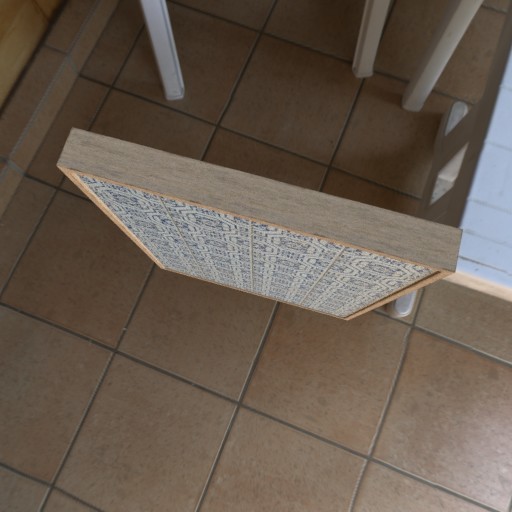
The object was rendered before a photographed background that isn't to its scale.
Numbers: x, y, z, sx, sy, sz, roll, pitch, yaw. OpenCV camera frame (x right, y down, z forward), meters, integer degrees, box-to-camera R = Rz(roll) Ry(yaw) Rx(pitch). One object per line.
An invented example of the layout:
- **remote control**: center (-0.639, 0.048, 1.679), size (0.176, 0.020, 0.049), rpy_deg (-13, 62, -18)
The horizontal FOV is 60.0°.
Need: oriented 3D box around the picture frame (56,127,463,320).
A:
- **picture frame**: center (0.000, 0.000, 0.711), size (0.421, 0.526, 0.046), rpy_deg (15, 77, 4)
